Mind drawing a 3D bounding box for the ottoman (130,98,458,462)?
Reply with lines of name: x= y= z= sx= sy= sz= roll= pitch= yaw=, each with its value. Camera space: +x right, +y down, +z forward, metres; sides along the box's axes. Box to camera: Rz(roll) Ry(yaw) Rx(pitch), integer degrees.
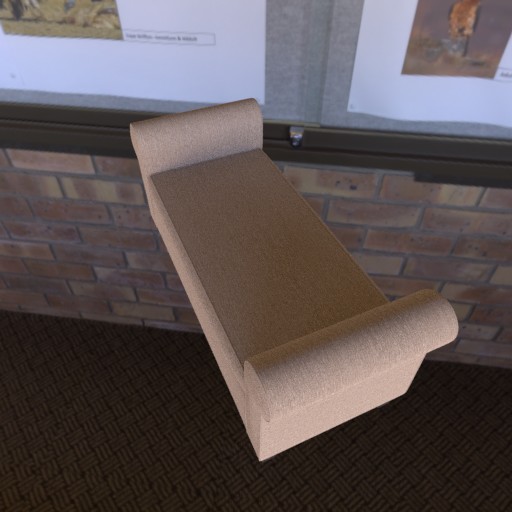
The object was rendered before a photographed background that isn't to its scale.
ottoman: x=0.000 y=0.000 z=1.546 sx=0.521 sy=0.547 sz=1.256 roll=-18 pitch=49 yaw=-17
